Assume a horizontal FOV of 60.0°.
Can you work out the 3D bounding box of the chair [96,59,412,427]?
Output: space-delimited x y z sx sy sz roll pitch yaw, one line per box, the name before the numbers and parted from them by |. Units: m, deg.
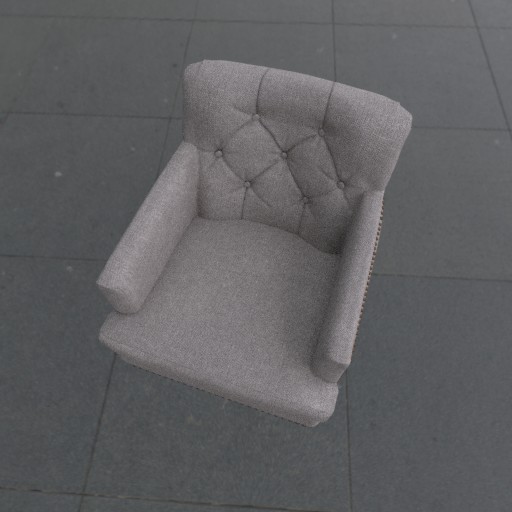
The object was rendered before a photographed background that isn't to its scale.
chair | 0.000 0.000 1.490 0.737 0.823 0.902 16 61 9
